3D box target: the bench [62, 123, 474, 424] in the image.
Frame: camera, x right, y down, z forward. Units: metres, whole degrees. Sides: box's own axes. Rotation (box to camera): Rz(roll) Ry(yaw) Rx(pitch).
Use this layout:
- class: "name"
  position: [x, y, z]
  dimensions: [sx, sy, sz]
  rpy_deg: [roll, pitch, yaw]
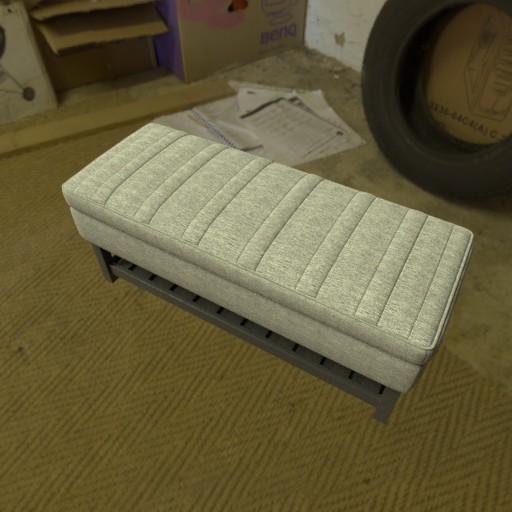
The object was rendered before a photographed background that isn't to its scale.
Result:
- class: "bench"
  position: [0.000, 0.000, 1.349]
  dimensions: [1.100, 0.470, 0.429]
  rpy_deg: [23, 51, 20]
